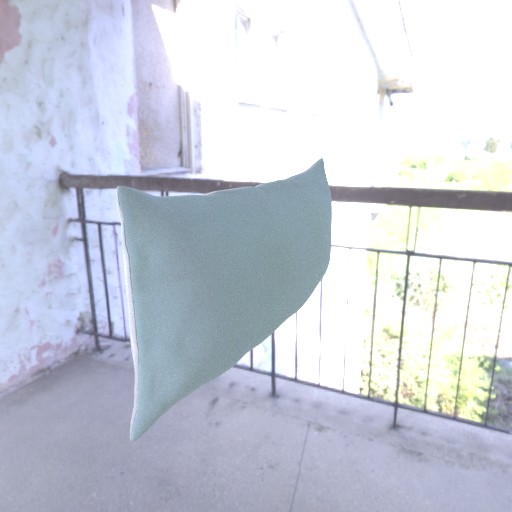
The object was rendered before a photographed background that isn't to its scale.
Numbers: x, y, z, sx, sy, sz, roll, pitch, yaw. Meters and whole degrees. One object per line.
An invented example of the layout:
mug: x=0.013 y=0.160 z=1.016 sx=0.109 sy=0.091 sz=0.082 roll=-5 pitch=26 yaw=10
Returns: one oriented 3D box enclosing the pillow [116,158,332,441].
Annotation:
pillow: x=0.000 y=0.000 z=0.713 sx=0.151 sy=0.287 sz=0.610 roll=7 pitch=17 yaw=26
